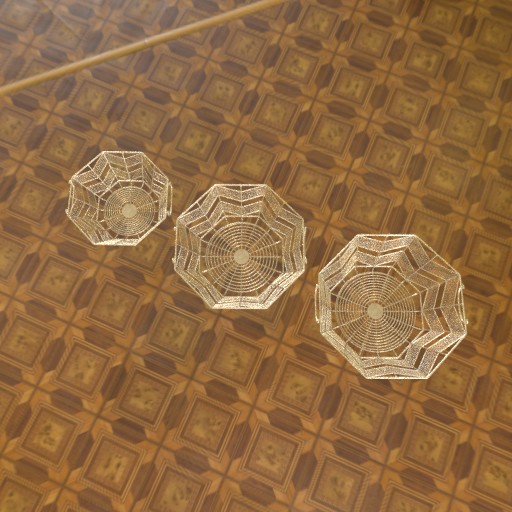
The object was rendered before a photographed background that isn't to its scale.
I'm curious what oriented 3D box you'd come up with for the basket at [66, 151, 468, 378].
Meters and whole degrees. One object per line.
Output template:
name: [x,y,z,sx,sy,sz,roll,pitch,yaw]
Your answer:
basket: [0.000,0.000,1.350,1.246,0.178,0.432,22,77,5]
